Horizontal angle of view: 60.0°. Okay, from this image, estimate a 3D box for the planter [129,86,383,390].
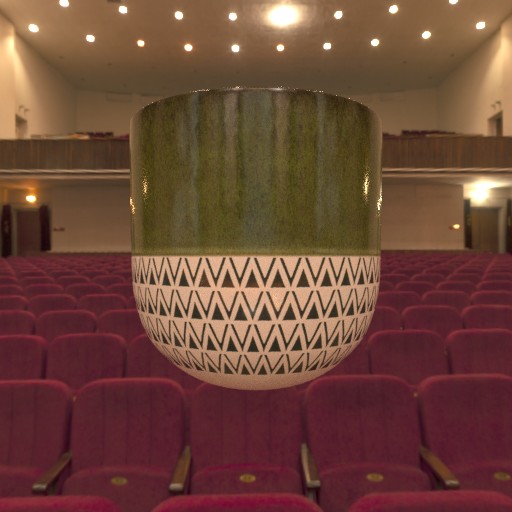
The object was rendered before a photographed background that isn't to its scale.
[{"bbox_3d":[0.000,0.000,0.484,0.266,0.270,0.266,0,0,0],"label":"planter"}]
